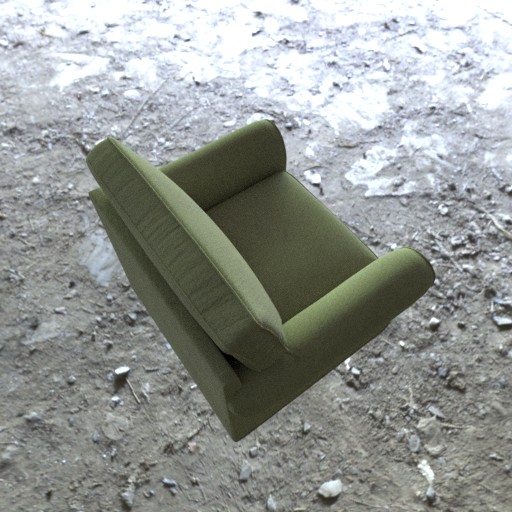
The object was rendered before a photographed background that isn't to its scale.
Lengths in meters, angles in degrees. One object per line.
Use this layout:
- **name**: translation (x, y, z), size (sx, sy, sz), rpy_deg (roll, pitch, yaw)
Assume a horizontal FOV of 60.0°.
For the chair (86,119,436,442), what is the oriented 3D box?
- **chair**: translation (0.000, 0.000, 1.902), size (0.939, 1.044, 1.147), rpy_deg (-31, 62, -19)
